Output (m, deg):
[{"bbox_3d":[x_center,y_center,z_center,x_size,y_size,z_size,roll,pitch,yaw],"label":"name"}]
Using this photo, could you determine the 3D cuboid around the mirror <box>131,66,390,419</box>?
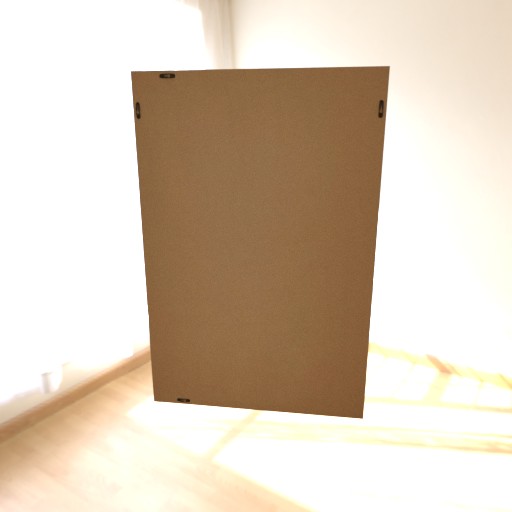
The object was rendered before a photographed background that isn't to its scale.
[{"bbox_3d":[0.000,0.000,1.170,0.609,0.915,0.040,2,16,8],"label":"mirror"}]
